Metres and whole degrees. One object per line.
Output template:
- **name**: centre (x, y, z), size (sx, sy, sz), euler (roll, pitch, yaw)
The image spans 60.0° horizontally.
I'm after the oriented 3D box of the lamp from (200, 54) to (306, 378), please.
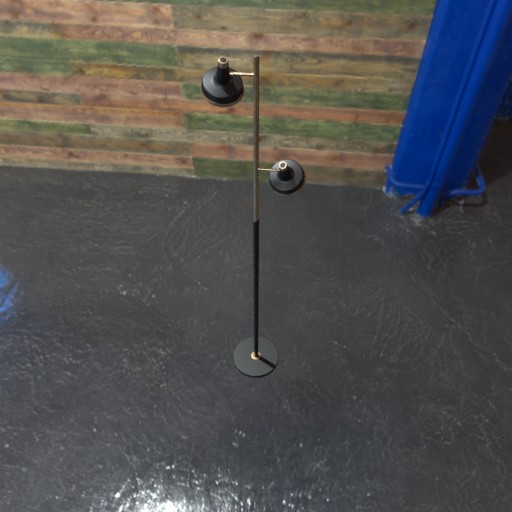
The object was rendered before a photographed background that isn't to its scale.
- **lamp**: centre (0.000, 0.000, 1.870), size (0.351, 1.674, 0.253), euler (5, 47, 5)
